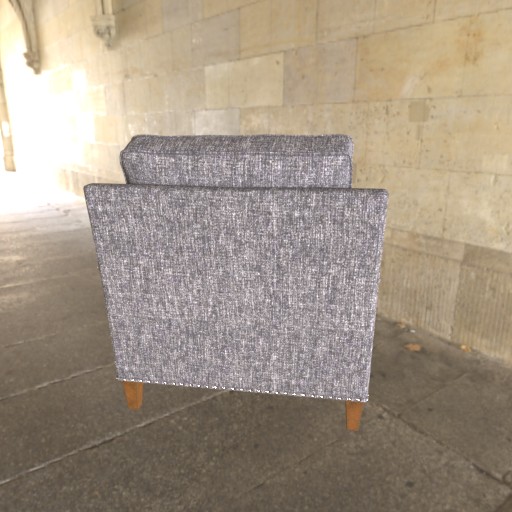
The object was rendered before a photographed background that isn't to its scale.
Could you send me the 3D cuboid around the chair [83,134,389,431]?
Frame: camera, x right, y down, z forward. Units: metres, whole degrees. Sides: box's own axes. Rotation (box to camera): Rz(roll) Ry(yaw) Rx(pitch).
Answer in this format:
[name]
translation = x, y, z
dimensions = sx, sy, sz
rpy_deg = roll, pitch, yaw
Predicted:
[chair]
translation = 0.000, 0.000, 1.759
dimensions = 0.853, 0.943, 1.014
rpy_deg = 2, 16, 8
